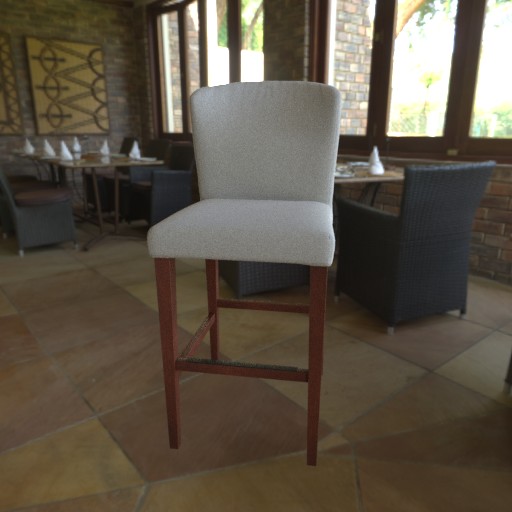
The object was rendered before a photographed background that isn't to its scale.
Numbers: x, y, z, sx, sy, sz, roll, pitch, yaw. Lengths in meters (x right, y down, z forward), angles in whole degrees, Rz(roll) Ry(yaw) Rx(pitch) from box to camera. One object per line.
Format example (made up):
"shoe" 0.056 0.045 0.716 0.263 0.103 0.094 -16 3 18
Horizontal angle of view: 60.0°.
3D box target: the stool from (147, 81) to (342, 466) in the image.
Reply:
"stool" 0.000 0.000 1.379 0.479 1.069 0.568 3 16 9
